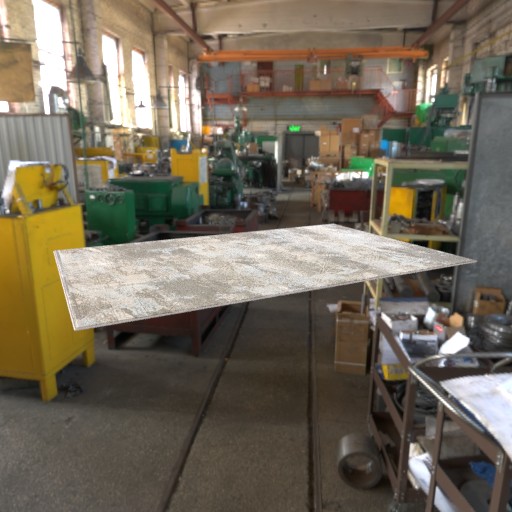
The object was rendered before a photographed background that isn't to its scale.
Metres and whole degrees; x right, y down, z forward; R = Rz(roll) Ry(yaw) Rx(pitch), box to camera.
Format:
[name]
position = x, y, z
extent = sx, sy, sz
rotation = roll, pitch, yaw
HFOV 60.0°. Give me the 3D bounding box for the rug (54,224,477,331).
[rug]
position = 0.000, 0.000, 3.000
extent = 2.431, 0.012, 1.536
rotation = -7, 16, -26
